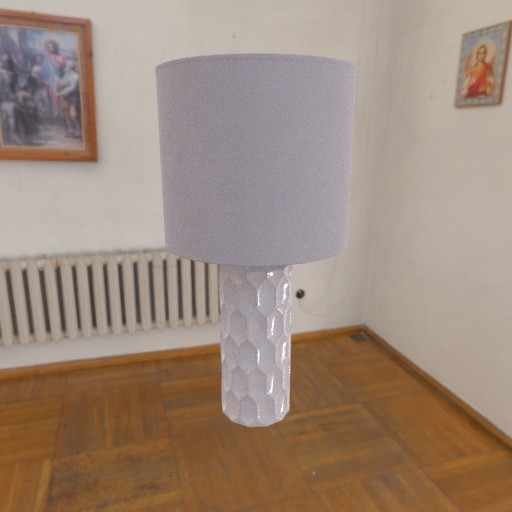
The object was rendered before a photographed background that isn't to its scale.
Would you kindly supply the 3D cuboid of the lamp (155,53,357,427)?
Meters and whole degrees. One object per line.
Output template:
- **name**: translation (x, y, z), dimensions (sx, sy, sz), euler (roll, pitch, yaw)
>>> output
- **lamp**: translation (0.000, 0.000, 0.690), dimensions (0.277, 0.537, 0.277), euler (8, 17, 26)
